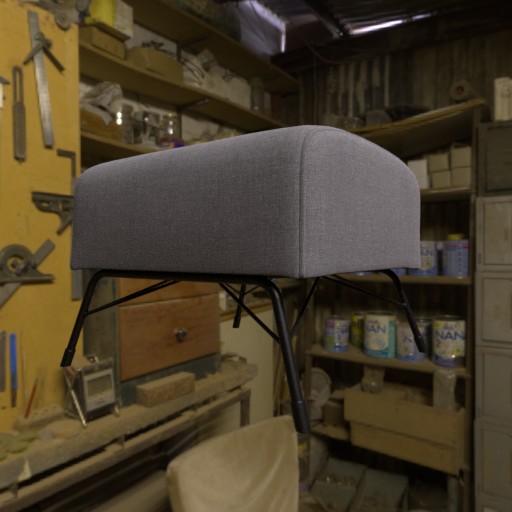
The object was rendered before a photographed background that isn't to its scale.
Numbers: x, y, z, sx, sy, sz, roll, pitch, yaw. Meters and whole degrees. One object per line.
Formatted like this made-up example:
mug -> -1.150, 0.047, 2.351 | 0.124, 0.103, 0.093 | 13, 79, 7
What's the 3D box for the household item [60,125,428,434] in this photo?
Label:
household item -> 0.000, 0.000, 0.885 | 0.530, 0.410, 0.530 | 0, 1, 36
